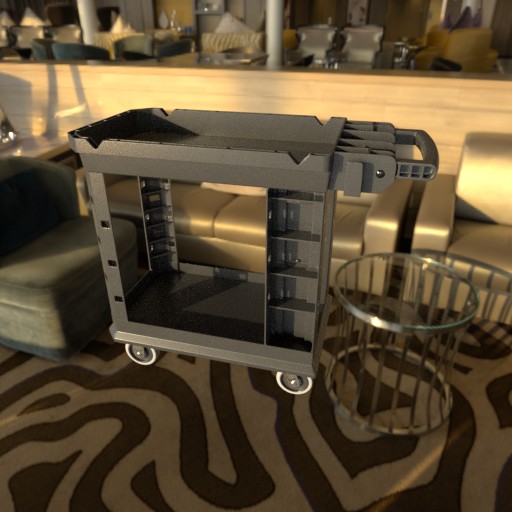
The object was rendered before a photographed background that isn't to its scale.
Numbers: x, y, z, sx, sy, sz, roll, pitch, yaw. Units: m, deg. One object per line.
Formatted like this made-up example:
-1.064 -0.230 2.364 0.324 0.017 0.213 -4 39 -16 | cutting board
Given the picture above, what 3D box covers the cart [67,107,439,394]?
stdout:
0.000 0.000 1.565 1.061 0.884 0.497 7 29 13 | cart
